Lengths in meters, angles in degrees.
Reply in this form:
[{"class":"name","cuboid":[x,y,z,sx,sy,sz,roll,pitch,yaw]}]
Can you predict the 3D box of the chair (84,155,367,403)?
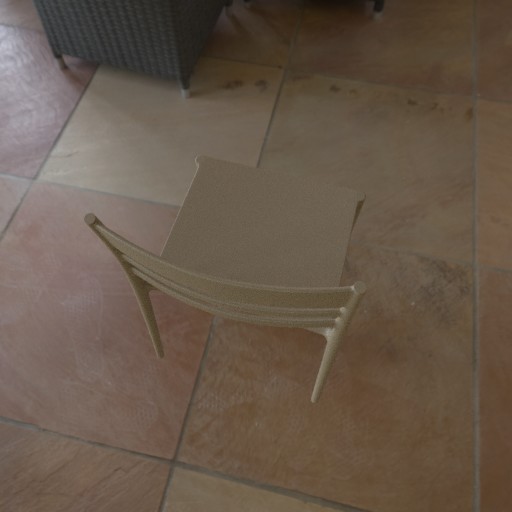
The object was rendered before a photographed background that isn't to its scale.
[{"class":"chair","cuboid":[0.000,0.000,1.147,0.531,0.800,0.511,14,63,7]}]
